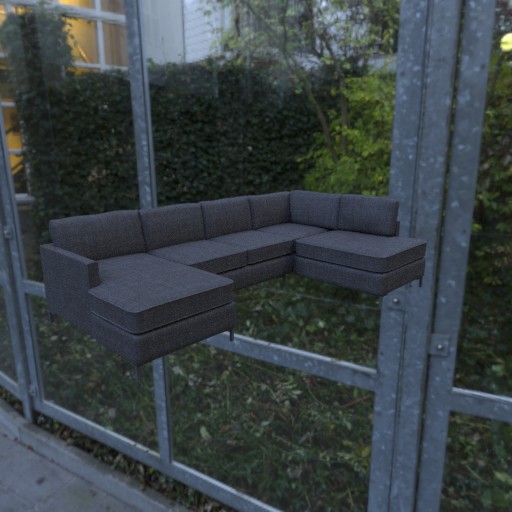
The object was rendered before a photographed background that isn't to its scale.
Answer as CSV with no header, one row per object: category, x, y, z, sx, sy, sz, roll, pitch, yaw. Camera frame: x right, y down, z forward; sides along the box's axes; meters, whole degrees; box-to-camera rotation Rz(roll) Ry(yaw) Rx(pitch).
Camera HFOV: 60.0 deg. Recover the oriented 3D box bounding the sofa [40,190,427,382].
sofa,0.000,0.000,4.419,2.048,0.999,3.423,13,19,42
